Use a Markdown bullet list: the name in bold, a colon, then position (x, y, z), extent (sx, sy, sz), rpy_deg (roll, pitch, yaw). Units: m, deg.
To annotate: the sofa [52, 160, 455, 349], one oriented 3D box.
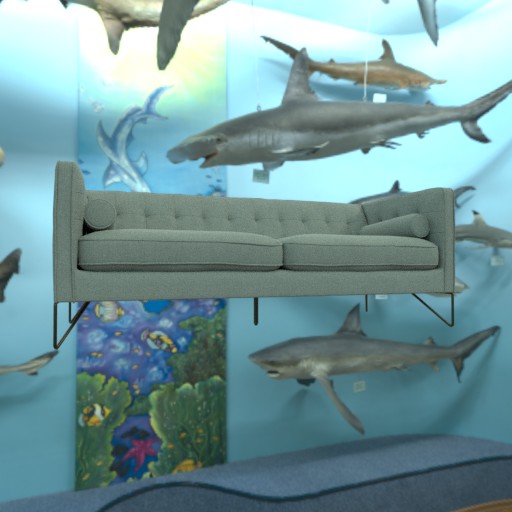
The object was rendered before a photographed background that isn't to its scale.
- **sofa**: position (0.000, 0.000, 2.560), extent (2.079, 0.798, 0.912), rpy_deg (0, -1, -19)
